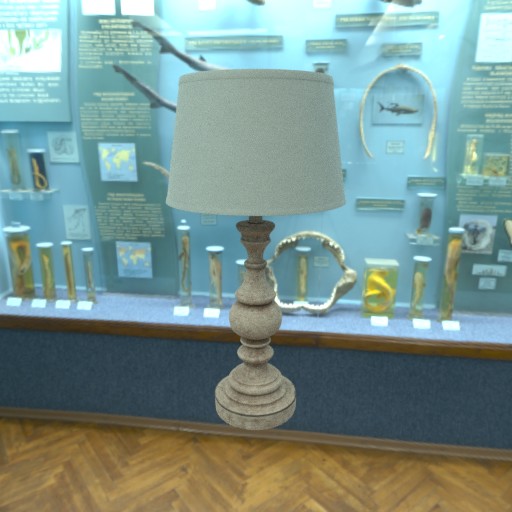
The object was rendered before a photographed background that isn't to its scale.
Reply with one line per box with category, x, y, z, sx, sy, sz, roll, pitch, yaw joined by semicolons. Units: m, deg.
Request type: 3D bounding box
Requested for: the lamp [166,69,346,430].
lamp;0.000;0.000;0.881;0.340;0.678;0.340;0;16;0
